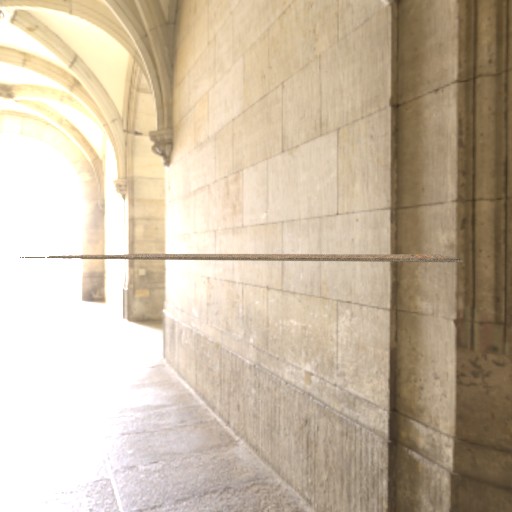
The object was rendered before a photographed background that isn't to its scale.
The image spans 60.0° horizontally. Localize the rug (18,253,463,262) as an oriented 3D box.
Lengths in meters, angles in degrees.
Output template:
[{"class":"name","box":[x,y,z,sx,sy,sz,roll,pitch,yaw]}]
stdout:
[{"class":"rug","box":[0.000,0.000,3.850,3.063,0.024,2.158,0,1,19]}]
